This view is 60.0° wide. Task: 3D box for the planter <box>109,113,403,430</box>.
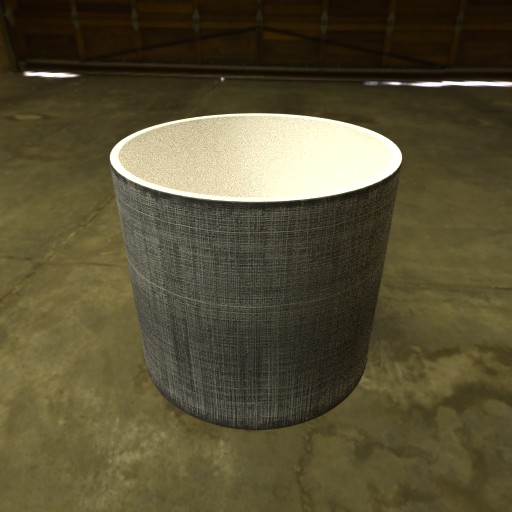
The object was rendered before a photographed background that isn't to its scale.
[{"bbox_3d":[0.000,0.000,0.398,0.221,0.201,0.221,0,30,0],"label":"planter"}]
